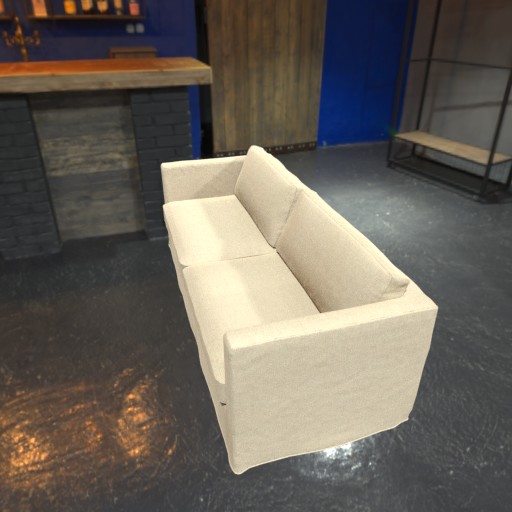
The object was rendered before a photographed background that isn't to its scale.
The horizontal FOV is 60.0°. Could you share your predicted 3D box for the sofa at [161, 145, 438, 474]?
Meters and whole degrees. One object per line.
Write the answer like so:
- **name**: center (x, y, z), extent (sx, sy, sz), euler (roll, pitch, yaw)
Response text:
- **sofa**: center (0.000, 0.000, 2.842), extent (0.962, 0.853, 2.312), euler (-9, 31, -15)
